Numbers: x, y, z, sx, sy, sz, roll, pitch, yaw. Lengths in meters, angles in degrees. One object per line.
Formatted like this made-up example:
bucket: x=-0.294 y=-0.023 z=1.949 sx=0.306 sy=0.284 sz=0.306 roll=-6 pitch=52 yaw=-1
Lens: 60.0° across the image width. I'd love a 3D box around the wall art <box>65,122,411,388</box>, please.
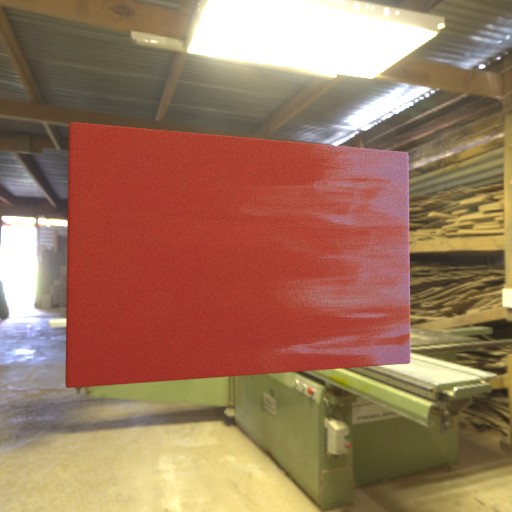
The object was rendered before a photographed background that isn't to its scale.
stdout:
wall art: x=0.000 y=0.000 z=1.163 sx=0.913 sy=0.609 sz=0.040 roll=1 pitch=-2 yaw=-17
